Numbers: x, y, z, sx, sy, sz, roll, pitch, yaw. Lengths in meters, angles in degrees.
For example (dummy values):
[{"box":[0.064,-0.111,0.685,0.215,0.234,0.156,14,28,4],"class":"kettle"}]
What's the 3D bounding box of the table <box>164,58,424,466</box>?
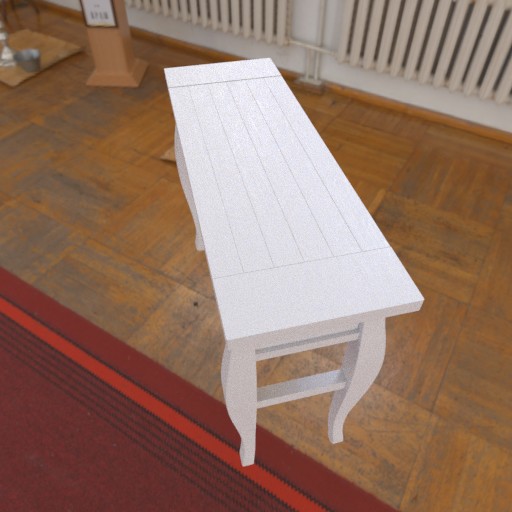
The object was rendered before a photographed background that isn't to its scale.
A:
[{"box":[0.000,0.000,1.388,0.373,0.768,1.062,-10,47,-9],"class":"table"}]
